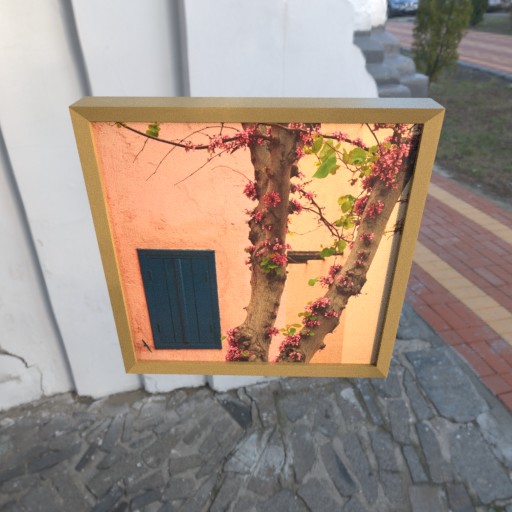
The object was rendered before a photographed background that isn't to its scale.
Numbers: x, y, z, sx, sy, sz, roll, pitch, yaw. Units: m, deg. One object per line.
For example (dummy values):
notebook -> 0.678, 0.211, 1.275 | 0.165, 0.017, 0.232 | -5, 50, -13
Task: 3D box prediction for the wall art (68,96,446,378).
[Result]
wall art -> 0.000, 0.000, 0.454 | 0.304, 0.305, 0.038 | 1, 32, 1
